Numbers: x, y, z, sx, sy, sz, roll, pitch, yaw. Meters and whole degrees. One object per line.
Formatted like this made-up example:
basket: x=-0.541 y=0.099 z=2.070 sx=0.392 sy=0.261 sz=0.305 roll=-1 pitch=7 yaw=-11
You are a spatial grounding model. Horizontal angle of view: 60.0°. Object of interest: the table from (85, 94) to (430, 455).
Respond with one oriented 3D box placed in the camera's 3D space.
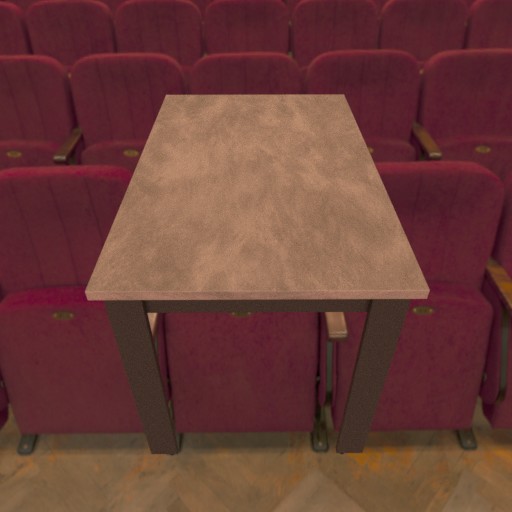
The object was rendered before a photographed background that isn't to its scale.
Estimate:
table: x=0.000 y=0.000 z=1.554 sx=0.700 sy=0.734 sz=1.100 roll=0 pitch=40 yaw=0
